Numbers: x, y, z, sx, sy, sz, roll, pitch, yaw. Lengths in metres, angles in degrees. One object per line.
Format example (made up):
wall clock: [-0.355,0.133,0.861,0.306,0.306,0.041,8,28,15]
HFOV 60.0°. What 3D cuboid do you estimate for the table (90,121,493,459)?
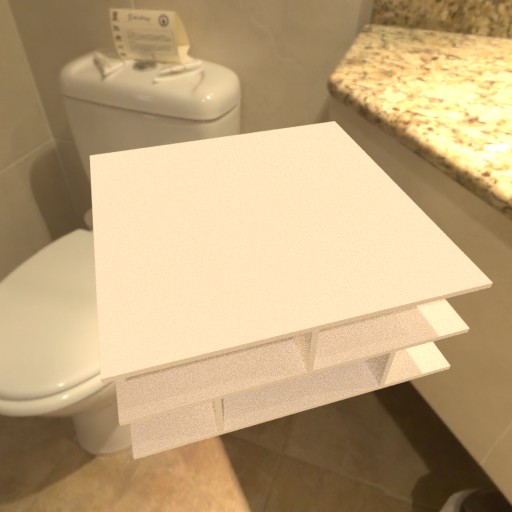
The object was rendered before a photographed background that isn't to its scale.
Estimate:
table: [0.000,0.000,1.086,0.700,0.289,0.700,-11,43,-12]
